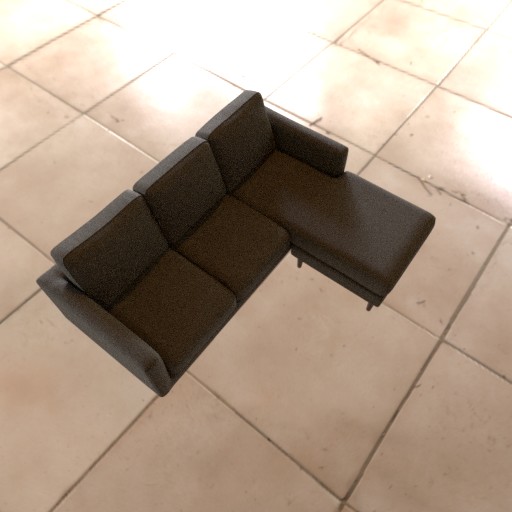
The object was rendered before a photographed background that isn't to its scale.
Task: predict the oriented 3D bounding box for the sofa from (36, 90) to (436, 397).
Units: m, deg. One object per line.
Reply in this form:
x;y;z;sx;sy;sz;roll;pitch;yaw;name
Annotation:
0.000;0.000;2.923;1.667;0.957;2.055;33;63;19;sofa
